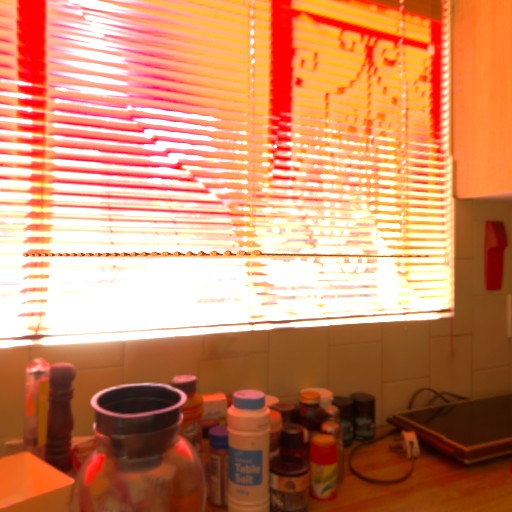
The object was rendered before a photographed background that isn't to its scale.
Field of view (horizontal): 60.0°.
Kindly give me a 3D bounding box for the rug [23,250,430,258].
[{"bbox_3d":[0.000,0.000,4.397,2.451,0.035,3.369,0,-1,36],"label":"rug"}]
